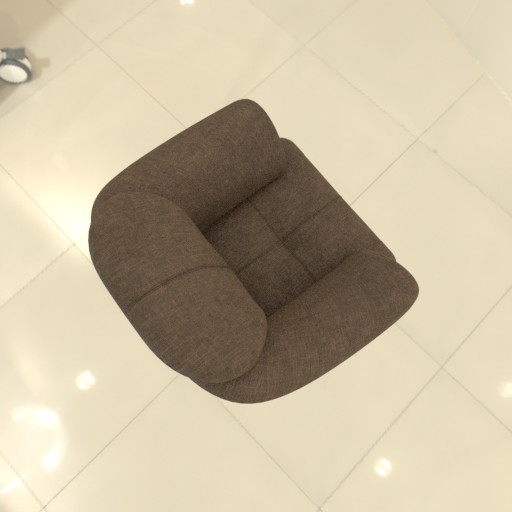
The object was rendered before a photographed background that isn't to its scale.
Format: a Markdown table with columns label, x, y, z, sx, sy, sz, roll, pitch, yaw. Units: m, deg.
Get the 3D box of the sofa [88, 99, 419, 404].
| label | x | y | z | sx | sy | sz | roll | pitch | yaw |
| --- | --- | --- | --- | --- | --- | --- | --- | --- | --- |
| sofa | 0.000 | 0.000 | 1.478 | 0.794 | 0.811 | 0.870 | -37 | 78 | -9 |
